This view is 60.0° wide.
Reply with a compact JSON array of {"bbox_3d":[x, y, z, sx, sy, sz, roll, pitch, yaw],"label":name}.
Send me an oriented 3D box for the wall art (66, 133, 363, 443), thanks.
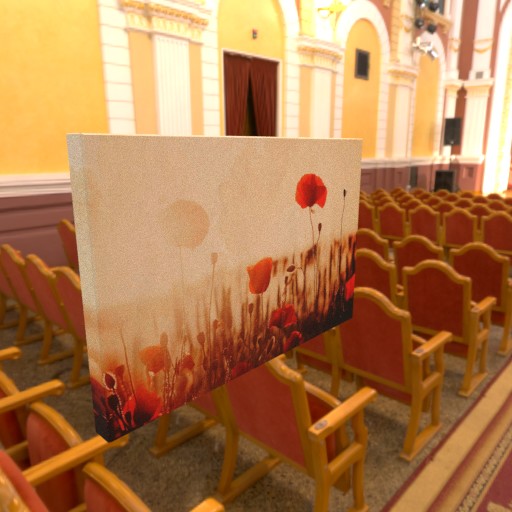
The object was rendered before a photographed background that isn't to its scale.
[{"bbox_3d":[0.000,0.000,0.774,0.040,0.402,0.613,13,19,42],"label":"wall art"}]
